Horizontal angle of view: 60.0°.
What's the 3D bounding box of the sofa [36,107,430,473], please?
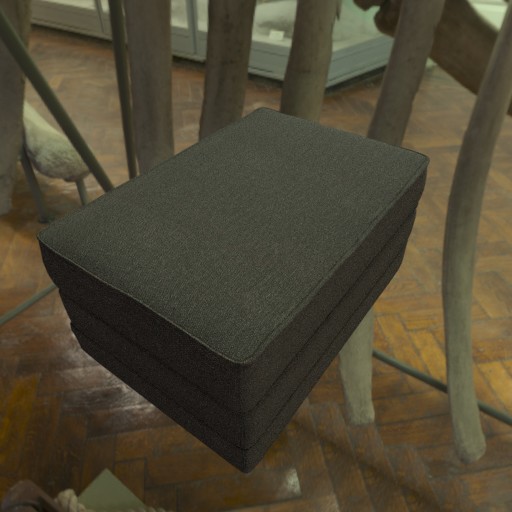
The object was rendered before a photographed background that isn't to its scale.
[{"bbox_3d":[0.000,0.000,1.186,0.578,0.457,0.854,26,47,27],"label":"sofa"}]
